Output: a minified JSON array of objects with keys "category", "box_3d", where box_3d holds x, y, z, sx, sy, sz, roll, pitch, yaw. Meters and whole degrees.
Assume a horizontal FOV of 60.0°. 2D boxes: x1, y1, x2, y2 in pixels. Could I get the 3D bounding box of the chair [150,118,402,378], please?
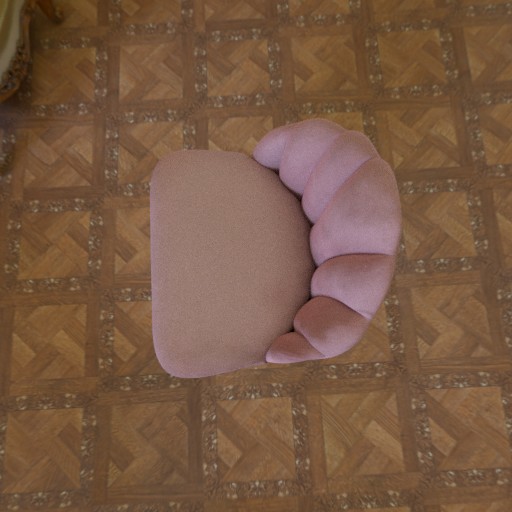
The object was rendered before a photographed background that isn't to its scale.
[{"category":"chair","box_3d":[0.000,0.000,1.291,0.599,0.819,0.657,-4,76,-1]}]
